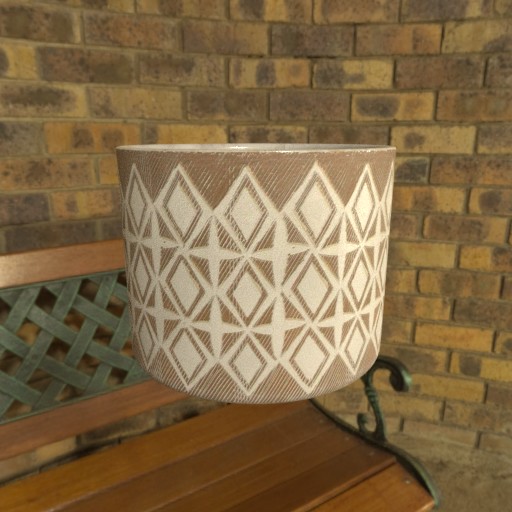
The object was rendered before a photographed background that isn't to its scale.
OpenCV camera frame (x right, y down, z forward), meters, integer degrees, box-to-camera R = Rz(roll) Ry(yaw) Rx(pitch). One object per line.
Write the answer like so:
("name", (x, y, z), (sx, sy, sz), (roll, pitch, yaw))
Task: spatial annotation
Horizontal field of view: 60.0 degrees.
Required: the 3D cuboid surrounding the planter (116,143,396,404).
("planter", (0.000, 0.000, 0.340), (0.193, 0.165, 0.193), (0, 15, 0))
